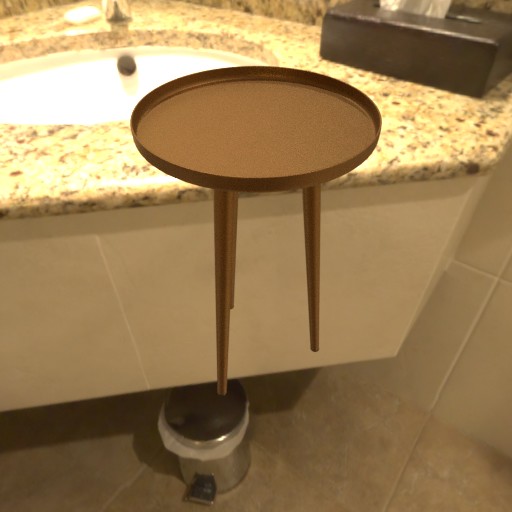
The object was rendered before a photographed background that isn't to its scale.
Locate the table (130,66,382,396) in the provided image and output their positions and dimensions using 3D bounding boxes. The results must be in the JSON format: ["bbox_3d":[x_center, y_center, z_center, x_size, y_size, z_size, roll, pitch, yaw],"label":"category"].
[{"bbox_3d":[0.000,0.000,0.699,0.299,0.480,0.299,-1,43,-1],"label":"table"}]
